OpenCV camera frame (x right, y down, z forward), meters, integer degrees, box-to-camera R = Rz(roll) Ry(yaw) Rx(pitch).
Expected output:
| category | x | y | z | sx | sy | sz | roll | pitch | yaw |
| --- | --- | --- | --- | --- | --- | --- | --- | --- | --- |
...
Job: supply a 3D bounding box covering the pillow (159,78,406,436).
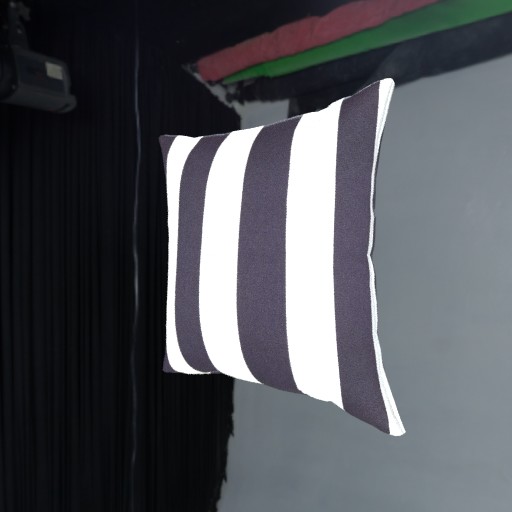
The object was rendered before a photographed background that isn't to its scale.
| category | x | y | z | sx | sy | sz | roll | pitch | yaw |
| --- | --- | --- | --- | --- | --- | --- | --- | --- | --- |
| pillow | 0.000 | 0.000 | 0.803 | 0.536 | 0.526 | 0.189 | 0 | 0 | 37 |
